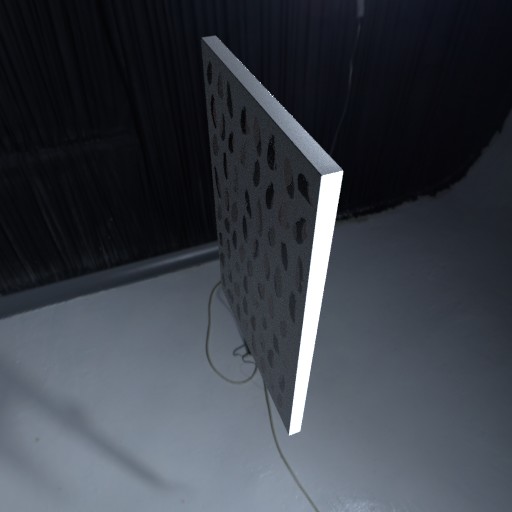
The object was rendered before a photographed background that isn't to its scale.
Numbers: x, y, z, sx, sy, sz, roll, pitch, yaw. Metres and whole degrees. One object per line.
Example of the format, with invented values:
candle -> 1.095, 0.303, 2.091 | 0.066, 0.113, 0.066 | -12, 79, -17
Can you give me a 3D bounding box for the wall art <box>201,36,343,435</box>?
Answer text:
wall art -> 0.000, 0.000, 0.784 | 0.025, 0.608, 0.405 | -16, 47, -15
